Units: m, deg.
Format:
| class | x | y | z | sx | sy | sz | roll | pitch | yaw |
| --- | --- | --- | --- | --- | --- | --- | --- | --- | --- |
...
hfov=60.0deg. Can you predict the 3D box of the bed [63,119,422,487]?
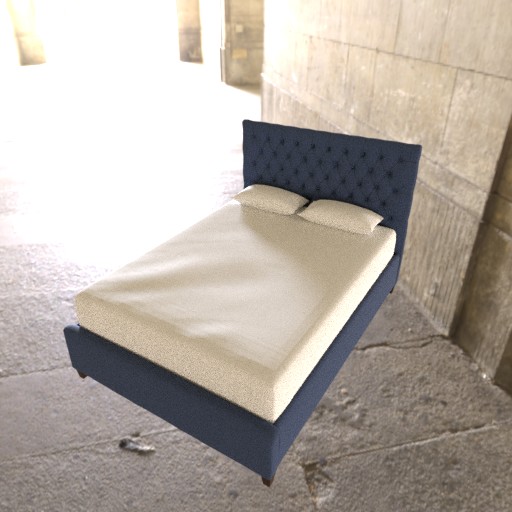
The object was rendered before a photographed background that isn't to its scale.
| class | x | y | z | sx | sy | sz | roll | pitch | yaw |
| --- | --- | --- | --- | --- | --- | --- | --- | --- | --- |
| bed | 0.000 | 0.000 | 3.408 | 1.706 | 1.427 | 2.387 | 17 | 34 | 27 |
